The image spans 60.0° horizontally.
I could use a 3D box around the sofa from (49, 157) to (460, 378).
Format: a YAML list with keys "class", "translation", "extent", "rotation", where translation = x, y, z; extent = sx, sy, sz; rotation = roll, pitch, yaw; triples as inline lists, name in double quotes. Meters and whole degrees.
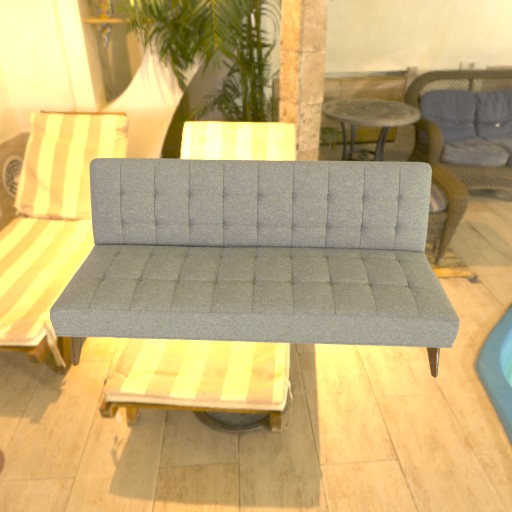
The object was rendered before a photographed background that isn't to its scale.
- class: "sofa"
  translation: [0.000, 0.000, 2.250]
  extent: [1.800, 0.810, 0.860]
  rotation: [1, 31, 2]
